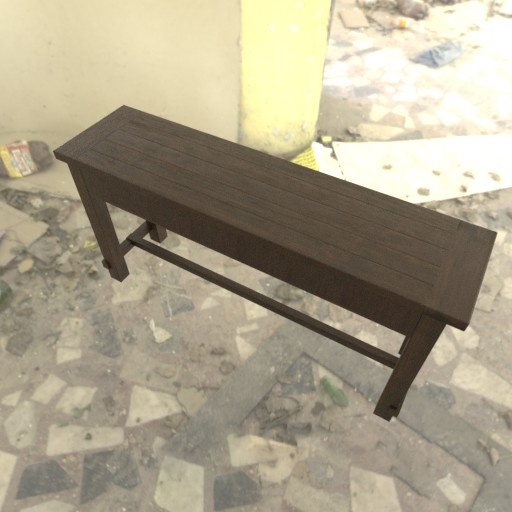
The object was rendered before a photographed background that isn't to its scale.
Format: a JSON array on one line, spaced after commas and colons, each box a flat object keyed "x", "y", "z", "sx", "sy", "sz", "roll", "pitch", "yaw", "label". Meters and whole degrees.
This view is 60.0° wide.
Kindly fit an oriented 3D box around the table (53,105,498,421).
[{"x": 0.000, "y": 0.000, "z": 1.881, "sx": 1.599, "sy": 0.762, "sz": 0.442, "roll": 23, "pitch": 52, "yaw": 20, "label": "table"}]
